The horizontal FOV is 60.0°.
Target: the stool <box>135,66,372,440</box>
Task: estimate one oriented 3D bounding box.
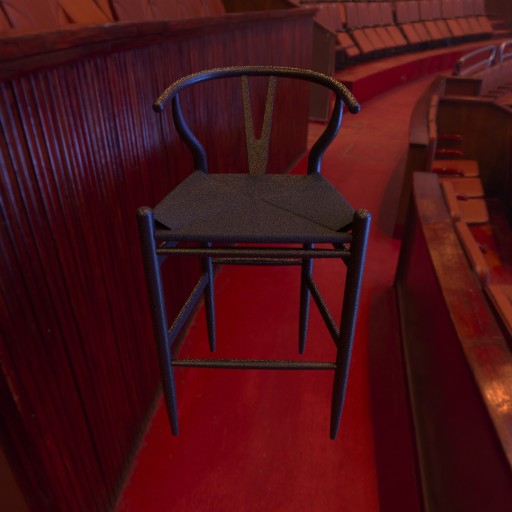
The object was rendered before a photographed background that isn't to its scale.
[{"bbox_3d":[0.000,0.000,1.438,0.569,1.072,0.579,1,30,1],"label":"stool"}]
